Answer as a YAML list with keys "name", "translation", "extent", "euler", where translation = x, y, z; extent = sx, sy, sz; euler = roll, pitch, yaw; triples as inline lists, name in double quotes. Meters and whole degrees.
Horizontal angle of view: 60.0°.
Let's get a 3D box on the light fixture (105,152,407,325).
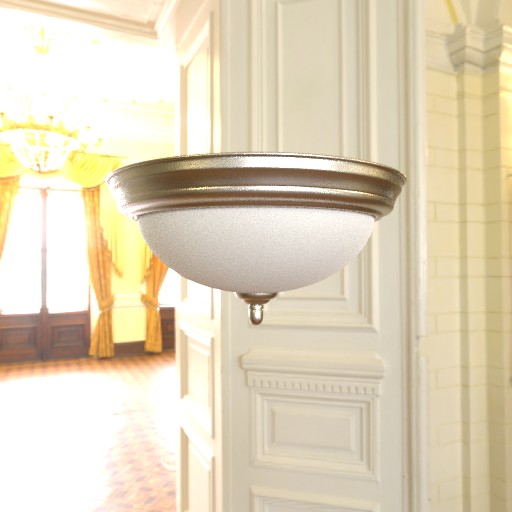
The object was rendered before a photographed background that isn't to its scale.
- name: "light fixture"
  translation: [0.000, 0.000, 0.433]
  extent: [0.280, 0.135, 0.280]
  euler: [0, -1, 0]
